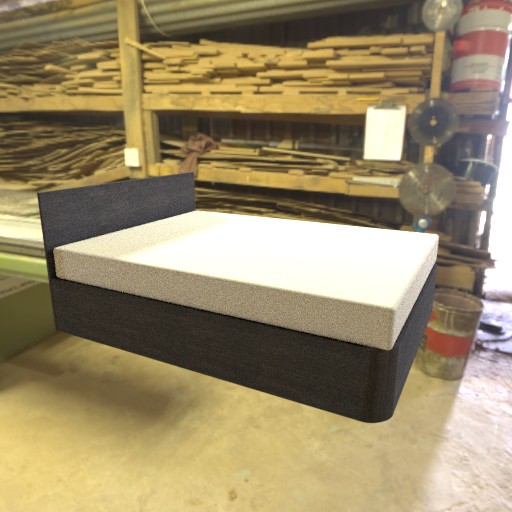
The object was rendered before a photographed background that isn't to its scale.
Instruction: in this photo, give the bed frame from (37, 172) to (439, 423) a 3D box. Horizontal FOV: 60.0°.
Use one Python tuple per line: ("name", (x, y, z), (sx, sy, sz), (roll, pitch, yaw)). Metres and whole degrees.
("bed frame", (0.000, 0.000, 2.635), (1.900, 0.800, 1.400), (8, 18, 27))
